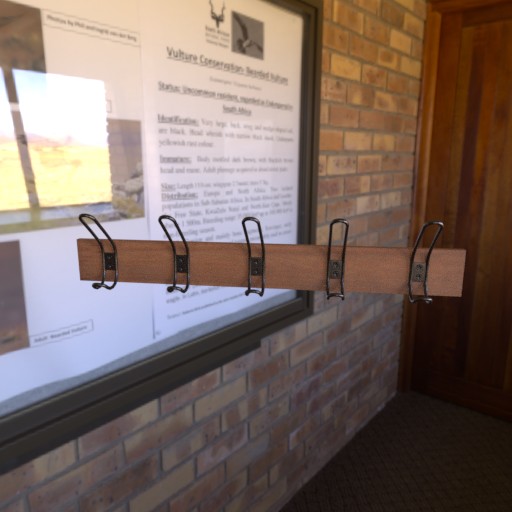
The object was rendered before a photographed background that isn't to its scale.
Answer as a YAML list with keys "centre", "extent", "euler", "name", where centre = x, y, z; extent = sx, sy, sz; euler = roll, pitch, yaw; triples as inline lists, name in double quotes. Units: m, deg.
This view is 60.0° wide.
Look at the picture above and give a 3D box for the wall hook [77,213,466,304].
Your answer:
- centre: [0.000, 0.000, 0.602]
  extent: [0.554, 0.116, 0.076]
  euler: [2, 13, 8]
  name: "wall hook"
